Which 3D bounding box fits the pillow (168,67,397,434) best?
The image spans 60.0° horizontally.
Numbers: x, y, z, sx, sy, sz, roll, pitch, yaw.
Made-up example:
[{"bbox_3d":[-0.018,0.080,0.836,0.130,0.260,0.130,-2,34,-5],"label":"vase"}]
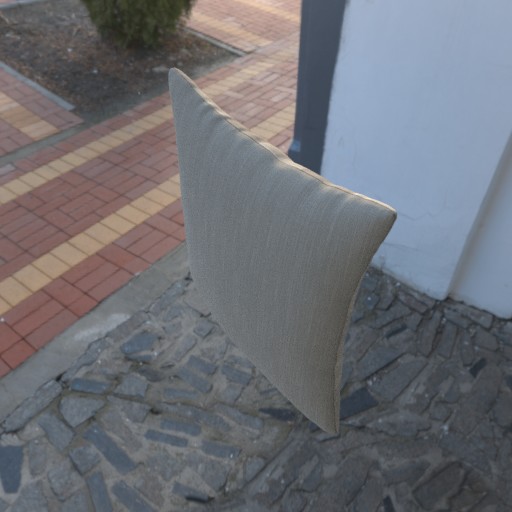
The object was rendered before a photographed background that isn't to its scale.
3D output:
[{"bbox_3d":[0.000,0.000,0.789,0.161,0.509,0.511,-26,49,-25],"label":"pillow"}]
